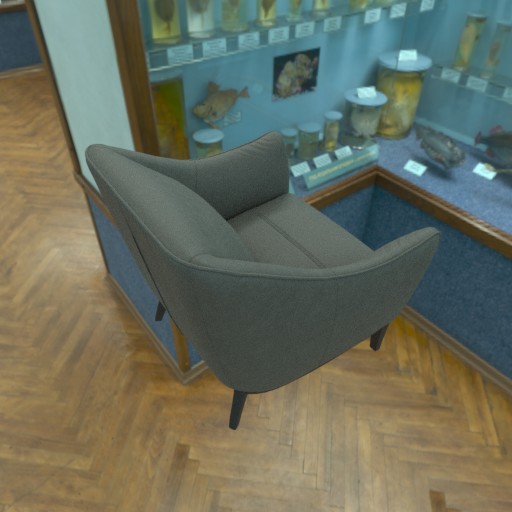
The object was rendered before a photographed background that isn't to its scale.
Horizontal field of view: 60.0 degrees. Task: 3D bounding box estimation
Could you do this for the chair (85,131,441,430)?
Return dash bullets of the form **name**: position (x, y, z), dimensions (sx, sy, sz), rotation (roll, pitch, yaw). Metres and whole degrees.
- **chair**: position (0.000, 0.000, 1.565), dimensions (0.852, 0.830, 0.871), rotation (-25, 47, -26)
